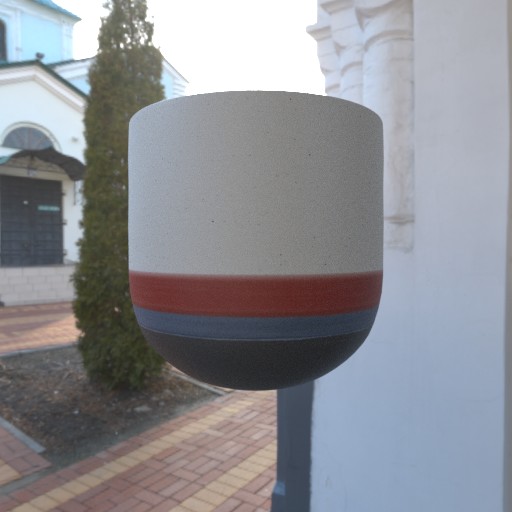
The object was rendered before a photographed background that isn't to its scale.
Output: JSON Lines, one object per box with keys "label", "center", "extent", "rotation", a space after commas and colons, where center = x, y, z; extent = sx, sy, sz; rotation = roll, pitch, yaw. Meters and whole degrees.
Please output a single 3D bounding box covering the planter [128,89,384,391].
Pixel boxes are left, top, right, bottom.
{"label": "planter", "center": [0.000, 0.000, 0.485], "extent": [0.268, 0.270, 0.268], "rotation": [0, 1, 0]}
